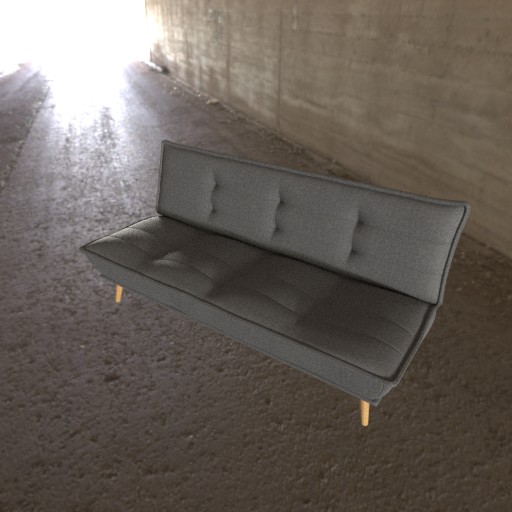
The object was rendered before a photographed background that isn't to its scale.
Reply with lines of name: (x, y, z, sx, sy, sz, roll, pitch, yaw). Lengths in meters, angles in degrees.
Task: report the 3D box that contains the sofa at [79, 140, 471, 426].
sofa: (0.000, 0.000, 2.468, 1.940, 0.890, 0.950, 19, 34, 30)
